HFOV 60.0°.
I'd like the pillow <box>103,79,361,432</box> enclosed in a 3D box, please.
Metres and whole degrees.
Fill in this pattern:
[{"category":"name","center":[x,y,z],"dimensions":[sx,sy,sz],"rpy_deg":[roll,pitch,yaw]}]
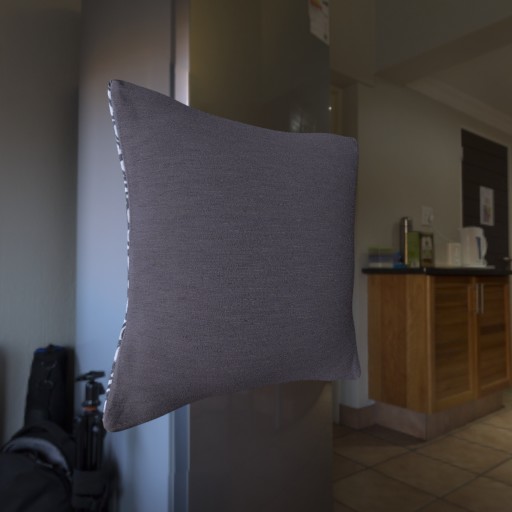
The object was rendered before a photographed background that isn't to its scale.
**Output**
[{"category":"pillow","center":[0.000,0.000,0.643],"dimensions":[0.436,0.417,0.148],"rpy_deg":[1,-2,-35]}]
